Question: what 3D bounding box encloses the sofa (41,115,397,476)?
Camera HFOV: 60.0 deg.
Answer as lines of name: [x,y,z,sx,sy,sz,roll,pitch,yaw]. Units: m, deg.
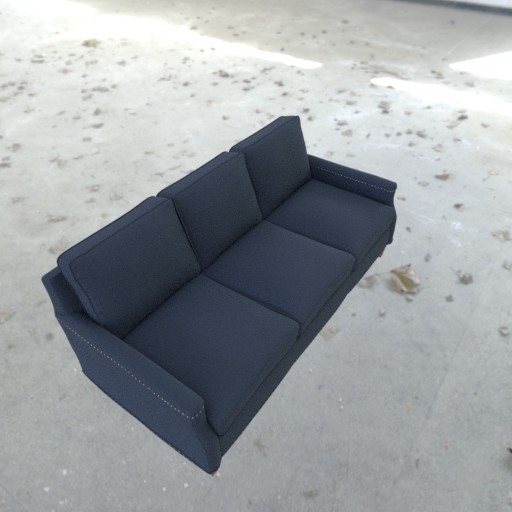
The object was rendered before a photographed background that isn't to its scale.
sofa: [0.000,0.000,2.823,1.084,1.003,2.246,25,47,26]
